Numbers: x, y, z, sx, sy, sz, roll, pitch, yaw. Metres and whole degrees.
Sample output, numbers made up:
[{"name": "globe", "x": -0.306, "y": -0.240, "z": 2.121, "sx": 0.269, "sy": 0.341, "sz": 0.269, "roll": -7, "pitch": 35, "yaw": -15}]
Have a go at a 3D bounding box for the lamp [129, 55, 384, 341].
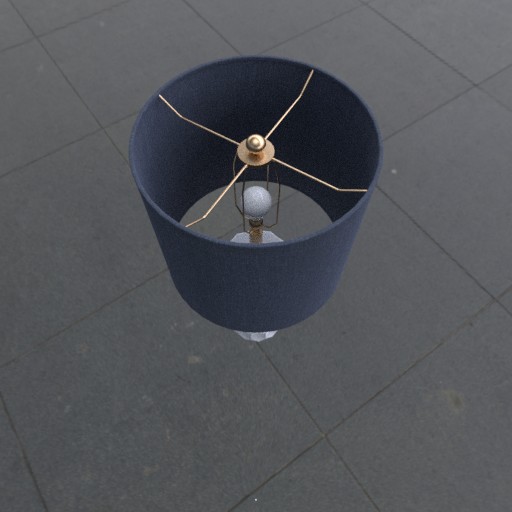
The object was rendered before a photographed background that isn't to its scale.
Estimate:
[{"name": "lamp", "x": 0.000, "y": 0.000, "z": 0.719, "sx": 0.277, "sy": 0.537, "sz": 0.277, "roll": -18, "pitch": 63, "yaw": -10}]
